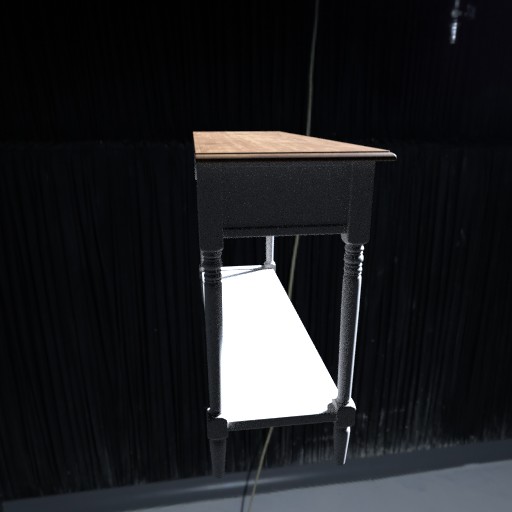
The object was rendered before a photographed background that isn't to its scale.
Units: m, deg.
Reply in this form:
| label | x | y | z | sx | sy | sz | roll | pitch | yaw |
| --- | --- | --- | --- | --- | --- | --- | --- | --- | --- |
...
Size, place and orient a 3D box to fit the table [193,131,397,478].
| label | x | y | z | sx | sy | sz | roll | pitch | yaw |
| --- | --- | --- | --- | --- | --- | --- | --- | --- | --- |
| table | 0.000 | 0.000 | 1.551 | 0.399 | 0.800 | 1.219 | -2 | 18 | -8 |
